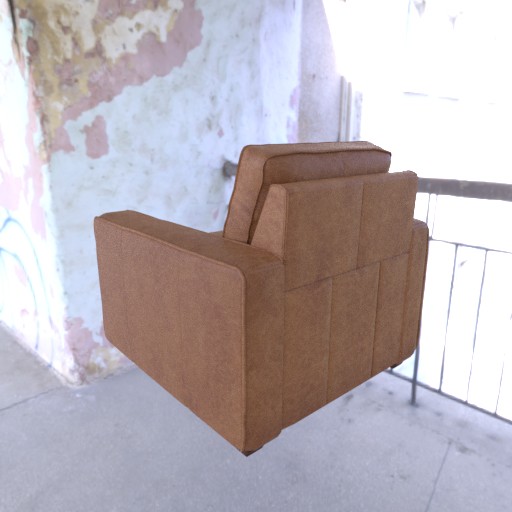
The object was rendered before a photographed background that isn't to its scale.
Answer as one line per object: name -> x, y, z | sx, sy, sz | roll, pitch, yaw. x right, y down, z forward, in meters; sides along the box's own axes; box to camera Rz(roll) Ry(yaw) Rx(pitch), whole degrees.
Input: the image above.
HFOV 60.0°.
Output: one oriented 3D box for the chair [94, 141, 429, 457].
chair -> 0.000, 0.000, 1.787 | 0.987, 0.901, 1.027 | -15, 22, -42
